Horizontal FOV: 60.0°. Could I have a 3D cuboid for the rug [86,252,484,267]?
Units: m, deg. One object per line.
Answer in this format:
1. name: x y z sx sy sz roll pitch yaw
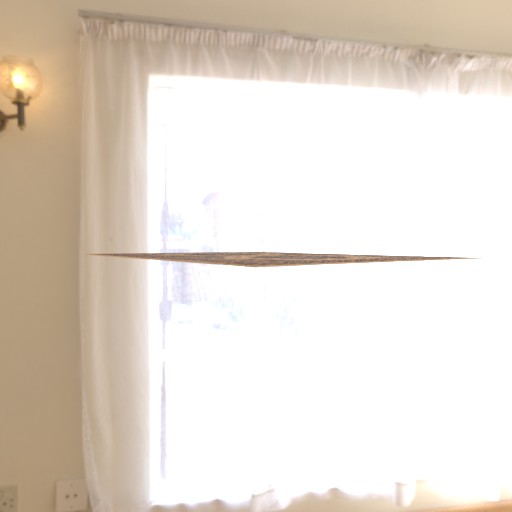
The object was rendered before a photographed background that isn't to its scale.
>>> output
1. rug: 0.000 0.000 2.958 1.611 0.008 2.227 -1 2 -36
